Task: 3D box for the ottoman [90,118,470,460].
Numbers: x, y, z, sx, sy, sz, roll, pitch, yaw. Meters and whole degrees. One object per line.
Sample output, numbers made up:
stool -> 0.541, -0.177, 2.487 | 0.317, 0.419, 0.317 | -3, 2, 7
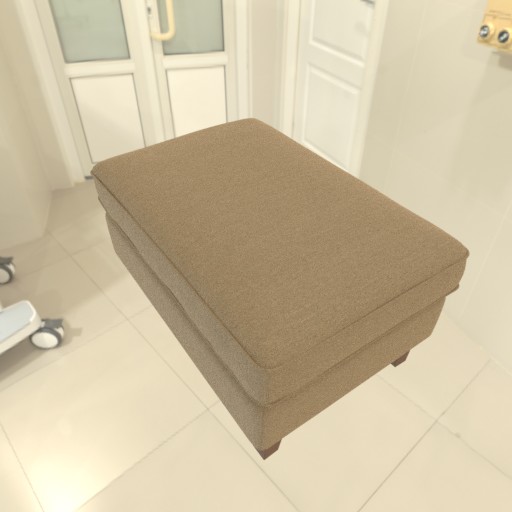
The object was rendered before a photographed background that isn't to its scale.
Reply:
ottoman -> 0.000, 0.000, 1.328 | 0.636, 0.521, 0.945 | -24, 46, -26
